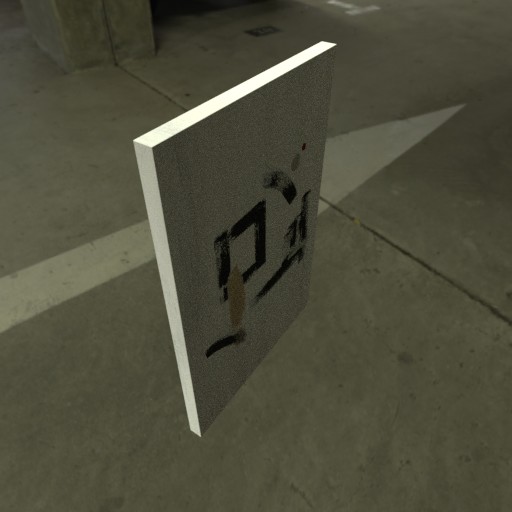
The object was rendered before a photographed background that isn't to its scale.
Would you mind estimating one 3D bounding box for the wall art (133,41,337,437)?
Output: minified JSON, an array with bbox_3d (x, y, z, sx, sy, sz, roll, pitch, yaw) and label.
[{"bbox_3d":[0.000,0.000,1.175,0.043,0.914,0.624,24,47,25],"label":"wall art"}]
